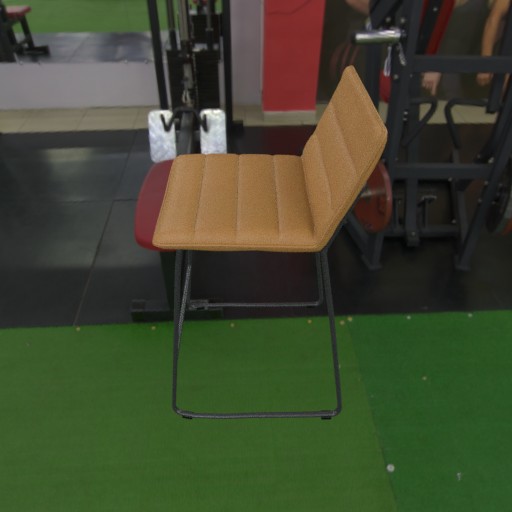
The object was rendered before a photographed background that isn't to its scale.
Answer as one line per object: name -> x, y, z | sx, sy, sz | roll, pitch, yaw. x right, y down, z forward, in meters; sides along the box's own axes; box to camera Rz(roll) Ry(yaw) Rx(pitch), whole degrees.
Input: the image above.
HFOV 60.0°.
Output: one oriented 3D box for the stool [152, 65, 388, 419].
stool -> 0.000, 0.000, 1.258 | 0.524, 0.936, 0.489 | 0, 41, -1
